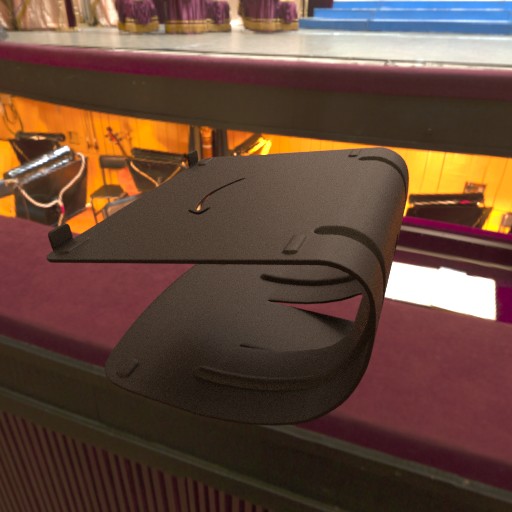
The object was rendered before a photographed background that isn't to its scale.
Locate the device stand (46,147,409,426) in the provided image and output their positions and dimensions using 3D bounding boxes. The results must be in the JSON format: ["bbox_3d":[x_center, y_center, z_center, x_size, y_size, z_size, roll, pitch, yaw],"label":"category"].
[{"bbox_3d":[0.000,0.000,0.402,0.236,0.155,0.256,11,31,18],"label":"device stand"}]
